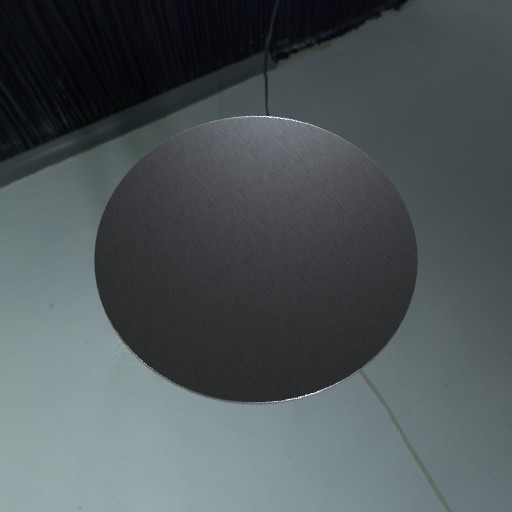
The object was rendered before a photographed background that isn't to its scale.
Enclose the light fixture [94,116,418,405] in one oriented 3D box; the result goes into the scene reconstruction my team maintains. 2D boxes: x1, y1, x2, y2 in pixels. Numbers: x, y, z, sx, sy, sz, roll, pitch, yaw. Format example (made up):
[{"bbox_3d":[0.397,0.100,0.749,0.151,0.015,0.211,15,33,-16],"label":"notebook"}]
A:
[{"bbox_3d":[0.000,0.000,0.552,0.368,0.100,0.368,0,63,0],"label":"light fixture"}]
